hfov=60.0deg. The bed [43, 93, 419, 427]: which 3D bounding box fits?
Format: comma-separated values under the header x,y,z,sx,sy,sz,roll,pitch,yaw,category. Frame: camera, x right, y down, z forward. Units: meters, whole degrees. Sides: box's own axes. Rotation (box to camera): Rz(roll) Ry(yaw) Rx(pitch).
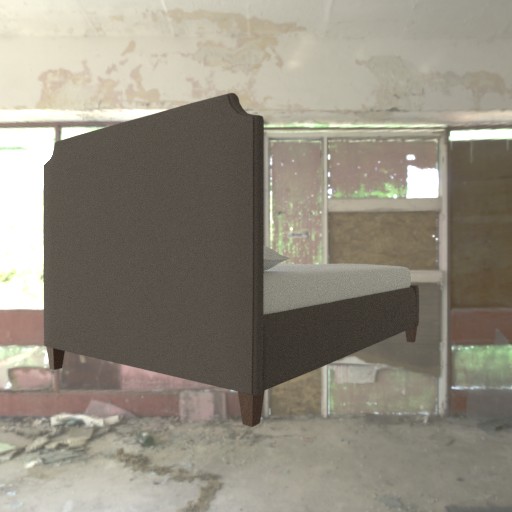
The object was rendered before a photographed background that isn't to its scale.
x,y,z,sx,sy,sz,roll,pitch,yaw,category
0.000,0.000,3.270,1.713,1.443,2.372,0,0,36,bed
